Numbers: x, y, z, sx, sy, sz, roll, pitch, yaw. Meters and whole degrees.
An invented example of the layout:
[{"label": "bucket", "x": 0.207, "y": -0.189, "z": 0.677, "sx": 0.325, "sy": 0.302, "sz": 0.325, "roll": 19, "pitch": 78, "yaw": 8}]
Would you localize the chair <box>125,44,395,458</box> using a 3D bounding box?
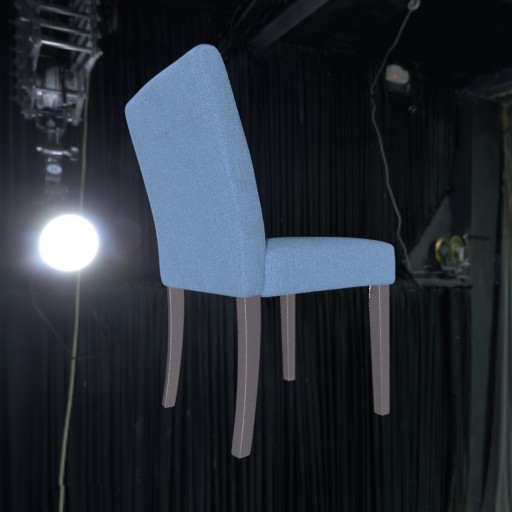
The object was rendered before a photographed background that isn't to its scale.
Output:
[{"label": "chair", "x": 0.000, "y": 0.000, "z": 1.240, "sx": 0.629, "sy": 0.882, "sz": 0.487, "roll": 0, "pitch": 0, "yaw": -35}]
